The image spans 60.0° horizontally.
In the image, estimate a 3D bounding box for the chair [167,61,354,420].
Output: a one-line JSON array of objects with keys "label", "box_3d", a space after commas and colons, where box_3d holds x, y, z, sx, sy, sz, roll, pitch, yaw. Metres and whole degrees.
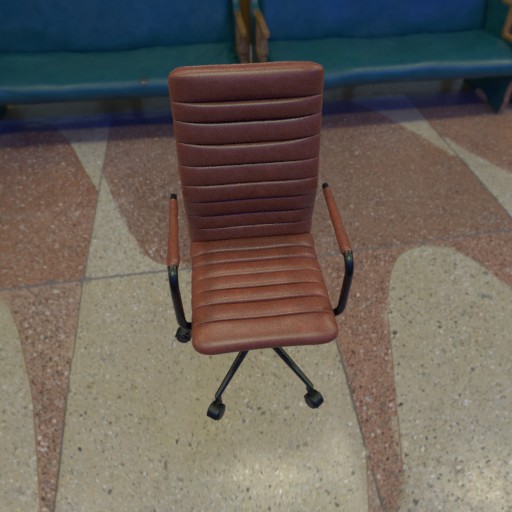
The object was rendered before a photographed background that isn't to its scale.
[{"label": "chair", "box_3d": [0.000, 0.000, 1.341, 0.608, 0.979, 0.580, -5, 46, -5]}]
